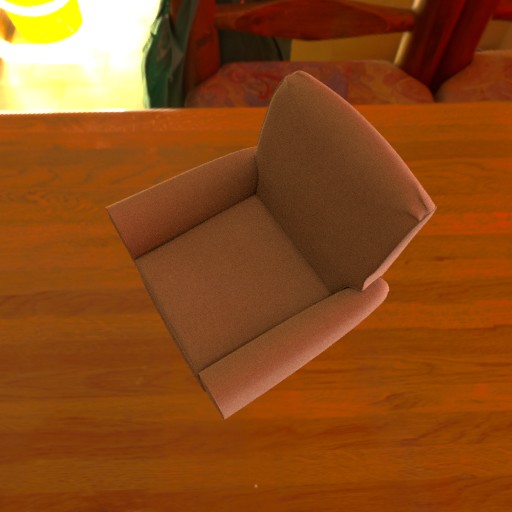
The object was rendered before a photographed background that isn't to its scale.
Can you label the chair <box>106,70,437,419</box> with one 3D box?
[{"bbox_3d":[0.000,0.000,1.824,0.905,1.061,0.978,-29,66,-14],"label":"chair"}]
